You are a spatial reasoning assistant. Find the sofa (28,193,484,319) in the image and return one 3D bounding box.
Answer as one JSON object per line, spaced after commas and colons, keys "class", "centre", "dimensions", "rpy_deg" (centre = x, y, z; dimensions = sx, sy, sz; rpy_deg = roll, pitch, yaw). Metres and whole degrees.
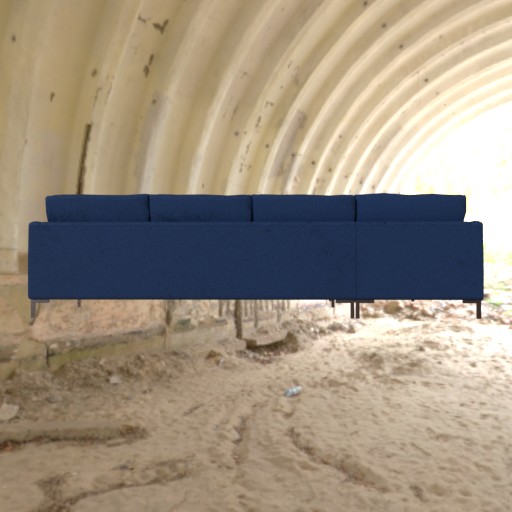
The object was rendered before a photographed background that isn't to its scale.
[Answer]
{"class": "sofa", "centre": [0.000, 0.000, 2.882], "dimensions": [2.450, 0.679, 1.128], "rpy_deg": [0, -1, 1]}
